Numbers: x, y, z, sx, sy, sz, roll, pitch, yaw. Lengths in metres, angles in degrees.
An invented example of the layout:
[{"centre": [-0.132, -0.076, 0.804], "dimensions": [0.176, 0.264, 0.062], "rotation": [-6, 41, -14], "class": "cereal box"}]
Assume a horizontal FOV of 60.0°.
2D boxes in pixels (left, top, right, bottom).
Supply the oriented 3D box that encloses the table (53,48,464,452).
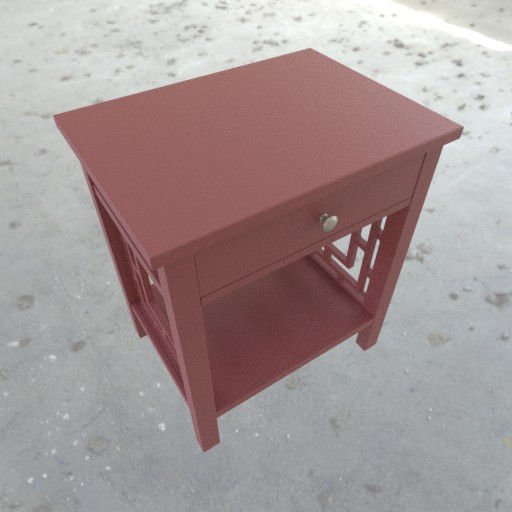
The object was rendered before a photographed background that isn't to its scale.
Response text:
[{"centre": [0.000, 0.000, 1.040], "dimensions": [0.599, 0.686, 0.451], "rotation": [-25, 50, -23], "class": "table"}]
